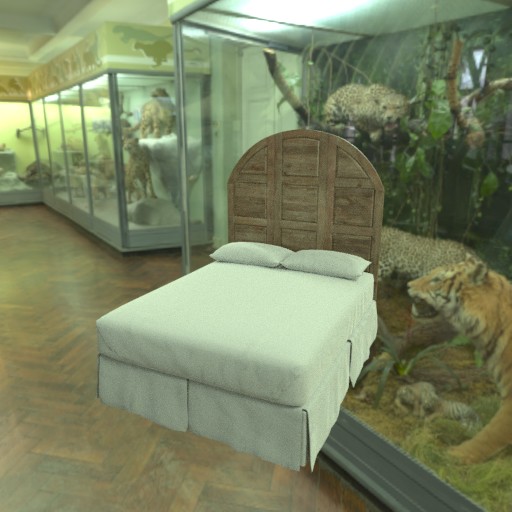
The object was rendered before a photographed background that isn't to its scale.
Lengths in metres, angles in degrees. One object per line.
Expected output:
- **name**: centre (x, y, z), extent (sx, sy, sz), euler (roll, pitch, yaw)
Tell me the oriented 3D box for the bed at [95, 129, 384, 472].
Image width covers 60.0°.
- **bed**: centre (0.000, 0.000, 3.590), extent (1.713, 2.002, 2.112), euler (7, 17, 25)
